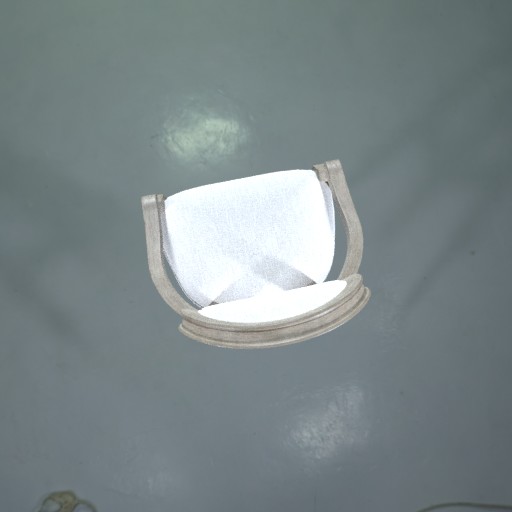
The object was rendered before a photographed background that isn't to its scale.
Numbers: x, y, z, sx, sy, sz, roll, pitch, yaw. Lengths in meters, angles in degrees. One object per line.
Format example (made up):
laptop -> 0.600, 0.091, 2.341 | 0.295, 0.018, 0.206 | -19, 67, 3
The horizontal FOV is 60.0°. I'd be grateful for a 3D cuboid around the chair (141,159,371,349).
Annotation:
chair -> 0.000, 0.000, 1.358 | 0.611, 0.991, 0.602 | -11, 76, -3
